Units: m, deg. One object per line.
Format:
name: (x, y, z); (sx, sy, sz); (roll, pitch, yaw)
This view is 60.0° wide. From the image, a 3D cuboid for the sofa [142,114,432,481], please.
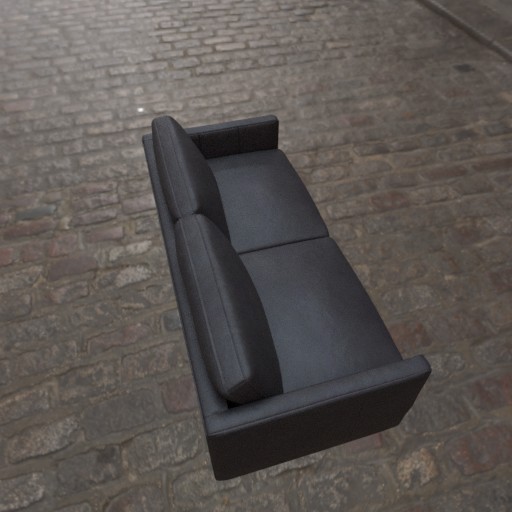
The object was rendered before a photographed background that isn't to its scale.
sofa: (0.000, 0.000, 2.414); (0.933, 0.863, 1.971); (-12, 49, -11)
